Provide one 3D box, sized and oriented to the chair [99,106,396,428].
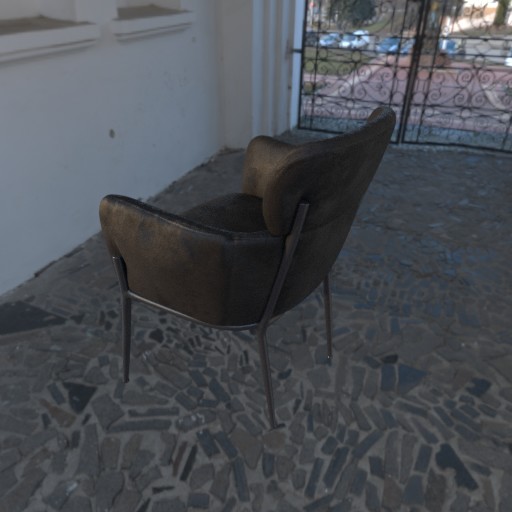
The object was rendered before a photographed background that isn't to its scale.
[{"bbox_3d":[0.000,0.000,1.229,0.604,0.818,0.640,21,37,30],"label":"chair"}]
